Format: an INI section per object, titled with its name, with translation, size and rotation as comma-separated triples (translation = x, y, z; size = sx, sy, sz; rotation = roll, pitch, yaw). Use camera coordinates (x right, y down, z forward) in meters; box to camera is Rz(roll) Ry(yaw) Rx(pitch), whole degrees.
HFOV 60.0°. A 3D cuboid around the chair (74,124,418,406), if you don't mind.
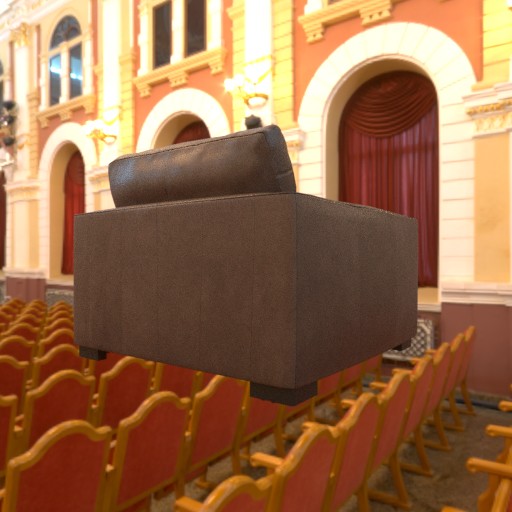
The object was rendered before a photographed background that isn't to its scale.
[chair]
translation = 0.000, 0.000, 1.881
size = 1.100, 0.812, 1.069
rotation = 0, 0, 37
